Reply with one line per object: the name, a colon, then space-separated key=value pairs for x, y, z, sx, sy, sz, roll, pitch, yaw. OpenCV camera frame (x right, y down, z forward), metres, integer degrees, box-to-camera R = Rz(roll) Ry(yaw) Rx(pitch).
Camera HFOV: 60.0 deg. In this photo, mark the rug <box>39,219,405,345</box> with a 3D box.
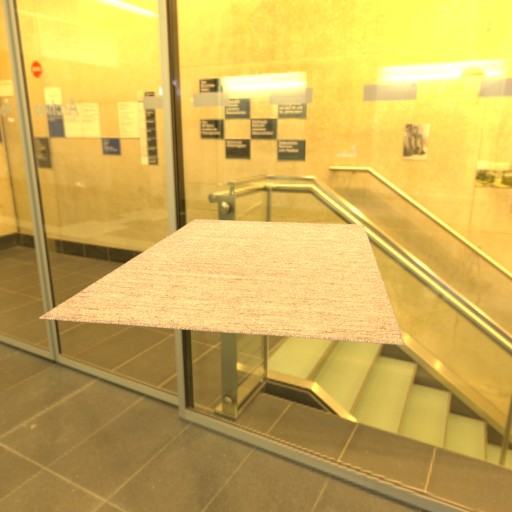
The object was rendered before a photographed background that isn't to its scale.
rug: x=0.000 y=0.000 z=2.321 sx=1.225 sy=0.013 sz=1.840 roll=3 pitch=16 yaw=9
